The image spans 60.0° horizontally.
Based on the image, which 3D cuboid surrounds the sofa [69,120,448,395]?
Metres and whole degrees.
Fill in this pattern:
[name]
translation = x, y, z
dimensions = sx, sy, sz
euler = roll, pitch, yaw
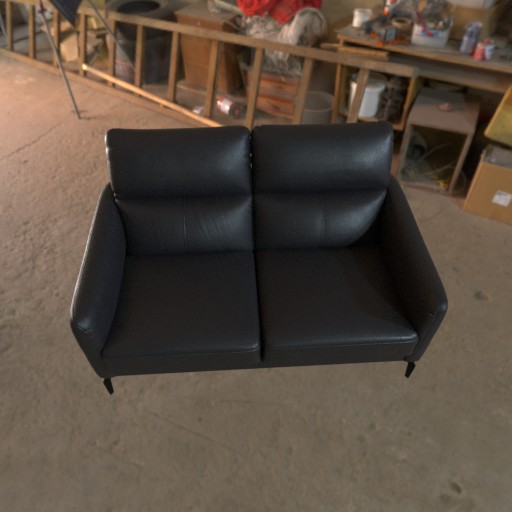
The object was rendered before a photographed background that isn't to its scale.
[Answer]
[sofa]
translation = 0.000, 0.000, 2.151
dimensions = 1.596, 0.920, 0.958
euler = -2, 46, -2
